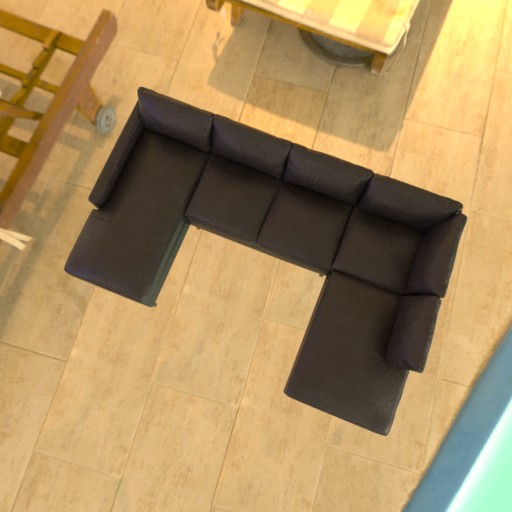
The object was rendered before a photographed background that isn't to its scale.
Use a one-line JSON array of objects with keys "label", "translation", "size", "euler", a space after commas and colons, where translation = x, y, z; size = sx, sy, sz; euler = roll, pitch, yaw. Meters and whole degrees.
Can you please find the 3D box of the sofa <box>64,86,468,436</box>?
[{"label": "sofa", "translation": [0.000, 0.000, 3.763], "size": [2.956, 0.900, 1.939], "euler": [21, 78, 5]}]
